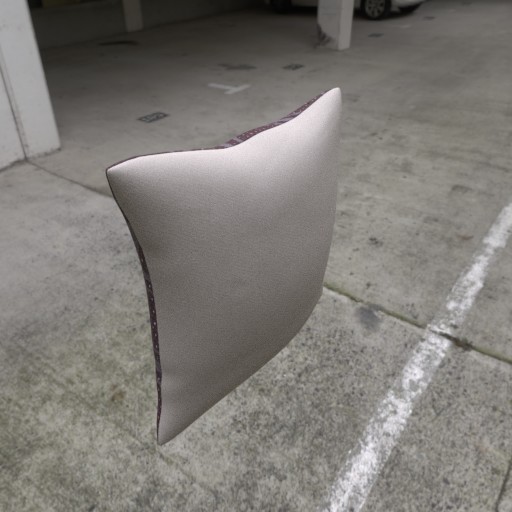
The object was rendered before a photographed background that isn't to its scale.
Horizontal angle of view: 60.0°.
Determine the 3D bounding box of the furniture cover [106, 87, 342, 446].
[{"bbox_3d":[0.000,0.000,0.817,0.193,0.509,0.552,22,38,31],"label":"furniture cover"}]
